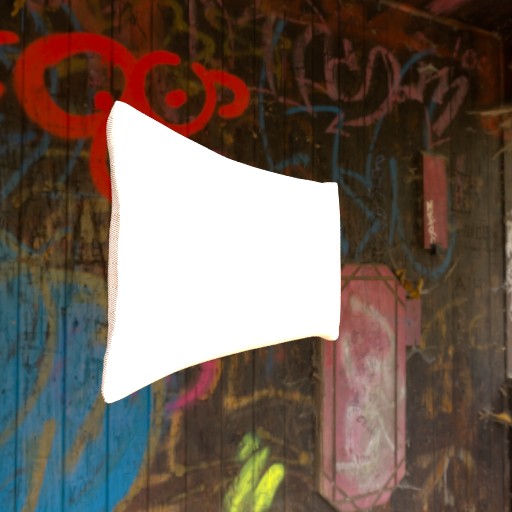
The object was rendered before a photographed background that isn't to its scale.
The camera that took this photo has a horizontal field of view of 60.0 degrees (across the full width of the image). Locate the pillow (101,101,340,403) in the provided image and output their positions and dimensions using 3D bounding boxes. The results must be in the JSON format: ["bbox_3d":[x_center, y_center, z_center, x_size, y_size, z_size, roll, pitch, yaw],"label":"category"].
[{"bbox_3d":[0.000,0.000,0.643,0.139,0.305,0.506,-1,-2,36],"label":"pillow"}]
